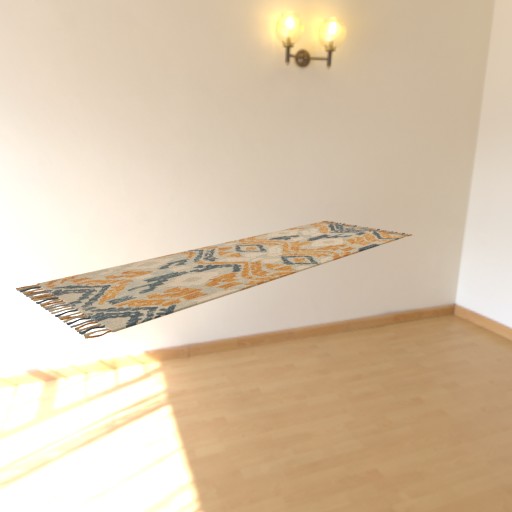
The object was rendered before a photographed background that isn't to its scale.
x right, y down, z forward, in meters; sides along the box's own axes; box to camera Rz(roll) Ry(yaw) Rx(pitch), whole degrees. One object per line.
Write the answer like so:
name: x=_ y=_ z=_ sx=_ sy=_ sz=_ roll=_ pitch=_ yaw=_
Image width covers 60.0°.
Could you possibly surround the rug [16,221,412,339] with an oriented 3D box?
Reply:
rug: x=0.000 y=0.000 z=2.649 sx=0.783 sy=0.010 sz=2.437 roll=15 pitch=21 yaw=43
